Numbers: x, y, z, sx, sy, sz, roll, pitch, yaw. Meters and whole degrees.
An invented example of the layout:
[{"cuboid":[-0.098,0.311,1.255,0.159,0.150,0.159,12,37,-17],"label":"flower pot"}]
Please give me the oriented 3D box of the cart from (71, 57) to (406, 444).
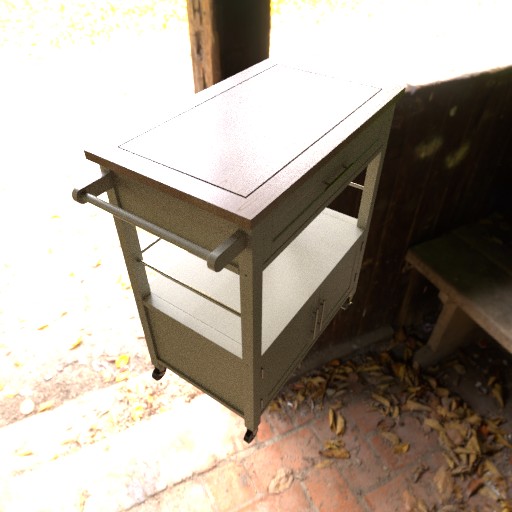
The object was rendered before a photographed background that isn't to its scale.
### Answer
[{"cuboid":[0.000,0.000,1.396,0.459,0.901,0.840,25,47,25],"label":"cart"}]
